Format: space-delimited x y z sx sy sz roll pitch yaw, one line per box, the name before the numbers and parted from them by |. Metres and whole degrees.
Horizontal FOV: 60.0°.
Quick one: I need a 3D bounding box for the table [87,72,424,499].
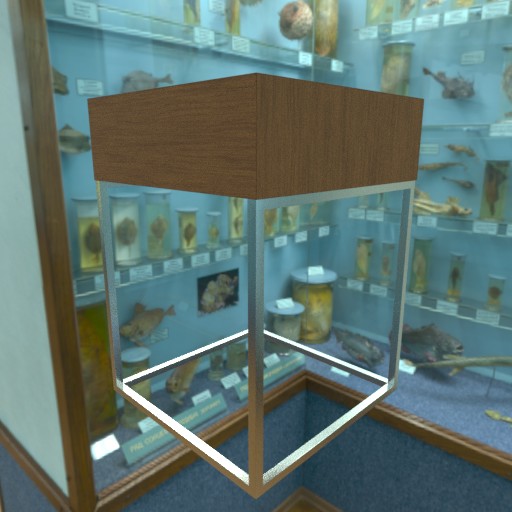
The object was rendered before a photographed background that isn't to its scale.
table | 0.000 0.000 0.804 0.397 0.540 0.398 14 20 43
